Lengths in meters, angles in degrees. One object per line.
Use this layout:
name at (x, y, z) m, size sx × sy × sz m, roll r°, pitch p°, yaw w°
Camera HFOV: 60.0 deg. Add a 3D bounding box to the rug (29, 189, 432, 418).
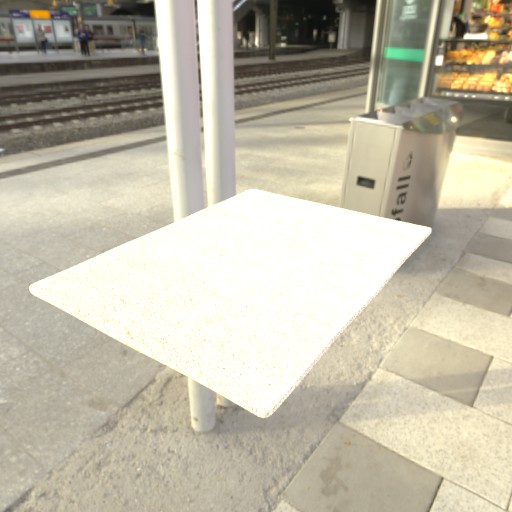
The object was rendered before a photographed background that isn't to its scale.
rug at (0.000, 0.000, 2.108) m, size 1.200 × 0.027 × 1.600 m, roll 17°, pitch 31°, yaw 31°
